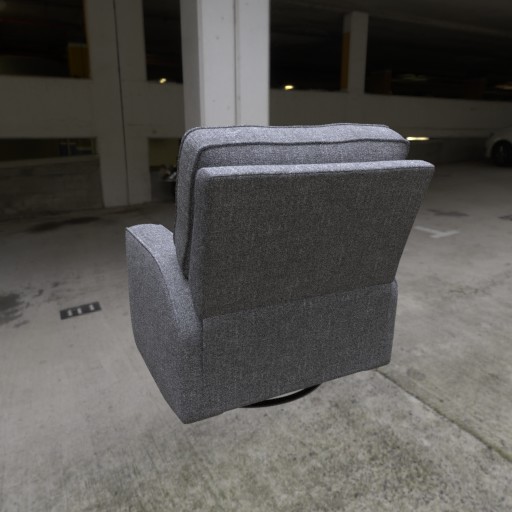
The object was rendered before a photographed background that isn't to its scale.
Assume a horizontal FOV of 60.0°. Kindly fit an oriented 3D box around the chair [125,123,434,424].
[{"bbox_3d":[0.000,0.000,1.688,0.861,0.962,0.964,-8,17,-26],"label":"chair"}]
